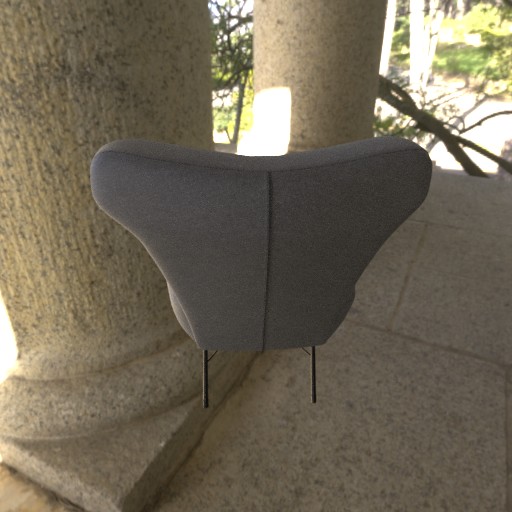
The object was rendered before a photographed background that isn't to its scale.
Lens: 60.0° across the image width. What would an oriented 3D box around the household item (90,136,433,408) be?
[{"bbox_3d":[0.000,0.000,1.751,0.980,1.050,0.900,-2,29,-3],"label":"household item"}]
